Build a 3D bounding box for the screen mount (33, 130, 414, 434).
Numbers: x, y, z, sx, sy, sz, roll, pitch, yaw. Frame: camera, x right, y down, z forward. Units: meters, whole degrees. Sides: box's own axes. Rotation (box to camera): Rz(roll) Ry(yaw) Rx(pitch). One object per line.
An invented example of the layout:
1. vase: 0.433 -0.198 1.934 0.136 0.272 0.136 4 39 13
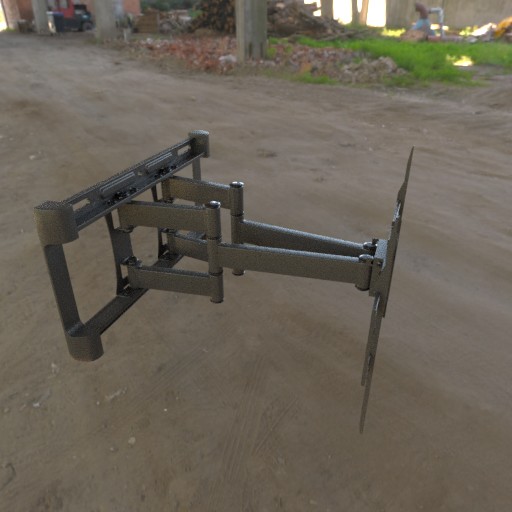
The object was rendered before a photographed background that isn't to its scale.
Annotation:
1. screen mount: 0.000 0.000 0.938 0.556 0.424 0.571 10 30 18
